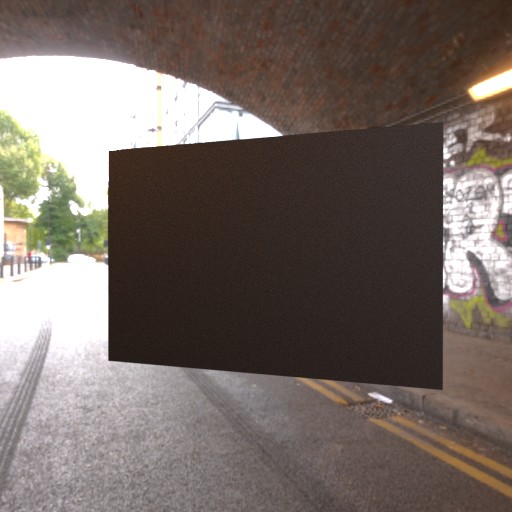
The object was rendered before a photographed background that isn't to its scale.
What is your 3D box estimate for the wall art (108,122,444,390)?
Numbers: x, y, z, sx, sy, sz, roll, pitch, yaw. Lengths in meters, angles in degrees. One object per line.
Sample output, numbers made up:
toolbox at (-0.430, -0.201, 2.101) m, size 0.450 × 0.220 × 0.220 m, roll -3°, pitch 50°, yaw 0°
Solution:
wall art at (0.000, 0.000, 1.527) m, size 1.192 × 0.811 × 0.013 m, roll 0°, pitch 0°, yaw 18°
